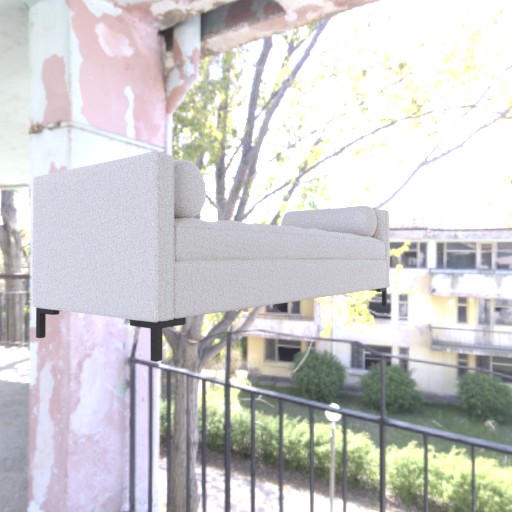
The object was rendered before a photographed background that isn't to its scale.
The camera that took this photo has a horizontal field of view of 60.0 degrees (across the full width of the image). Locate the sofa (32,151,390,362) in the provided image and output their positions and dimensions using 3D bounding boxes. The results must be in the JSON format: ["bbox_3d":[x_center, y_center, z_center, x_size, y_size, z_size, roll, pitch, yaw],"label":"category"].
[{"bbox_3d":[0.000,0.000,2.302,0.746,0.641,1.985,0,0,36],"label":"sofa"}]
